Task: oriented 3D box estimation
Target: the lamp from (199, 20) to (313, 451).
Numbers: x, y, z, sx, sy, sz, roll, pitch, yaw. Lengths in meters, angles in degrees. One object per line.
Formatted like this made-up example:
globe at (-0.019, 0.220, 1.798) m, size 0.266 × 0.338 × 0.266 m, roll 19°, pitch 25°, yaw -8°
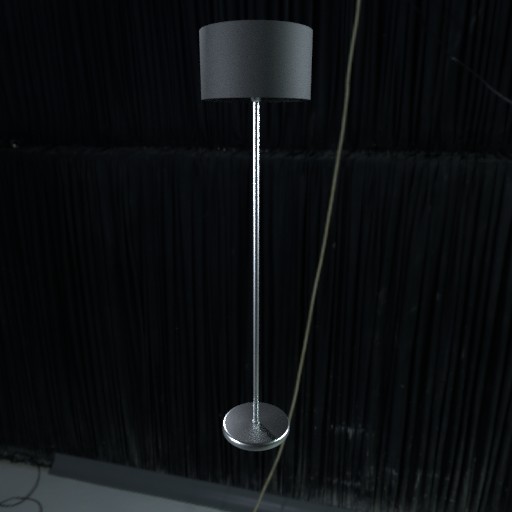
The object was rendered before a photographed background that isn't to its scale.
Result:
lamp at (0.000, 0.000, 1.577) m, size 0.348 × 1.443 × 0.348 m, roll 3°, pitch 17°, yaw 10°
